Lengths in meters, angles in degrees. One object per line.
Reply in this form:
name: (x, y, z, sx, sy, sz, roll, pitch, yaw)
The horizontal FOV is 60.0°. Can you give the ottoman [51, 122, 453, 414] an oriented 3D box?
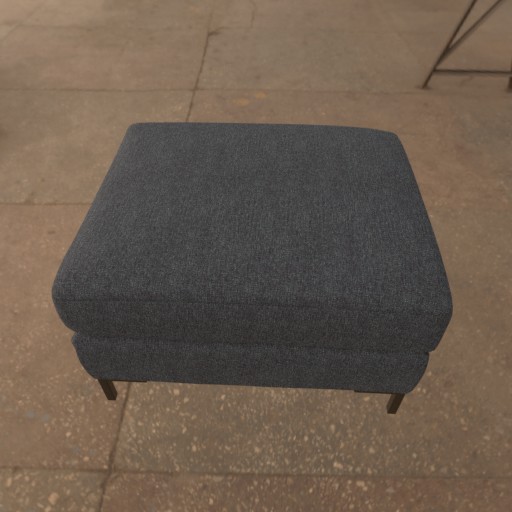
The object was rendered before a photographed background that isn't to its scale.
ottoman: (0.000, 0.000, 1.258, 0.831, 0.533, 0.695, 2, 45, 2)
